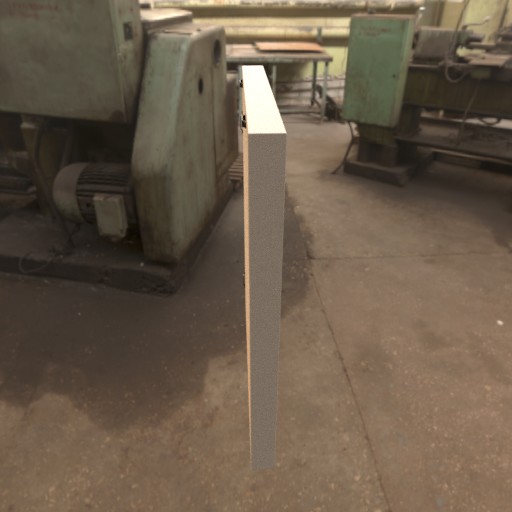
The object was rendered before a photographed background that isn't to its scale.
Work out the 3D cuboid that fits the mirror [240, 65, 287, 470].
[{"bbox_3d":[0.000,0.000,0.710,0.041,0.509,0.406,-1,31,-2],"label":"mirror"}]
